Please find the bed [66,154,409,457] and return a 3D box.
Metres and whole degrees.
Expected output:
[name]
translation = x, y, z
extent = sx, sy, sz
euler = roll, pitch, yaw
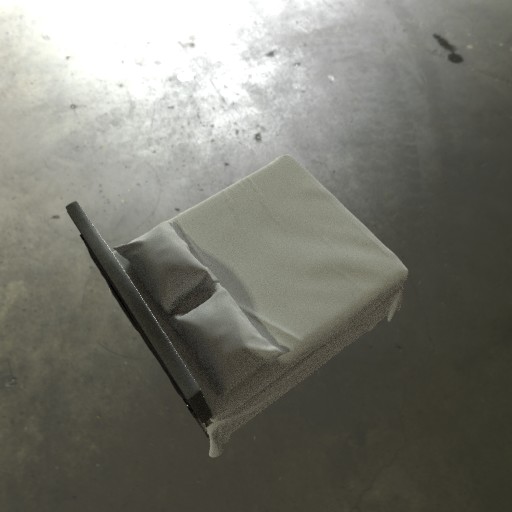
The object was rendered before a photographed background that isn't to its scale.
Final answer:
[bed]
translation = 0.000, 0.000, 3.528
extent = 2.221, 1.645, 1.876
euler = -32, 65, -17
